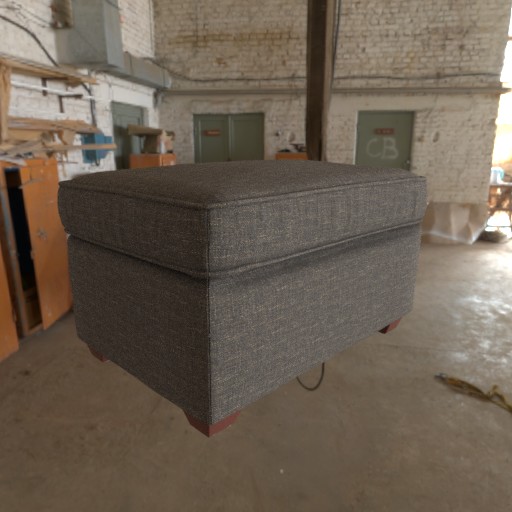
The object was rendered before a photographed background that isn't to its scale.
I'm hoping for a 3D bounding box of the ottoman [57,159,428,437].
[{"bbox_3d":[0.000,0.000,1.078,0.549,0.450,0.749,14,20,43],"label":"ottoman"}]
